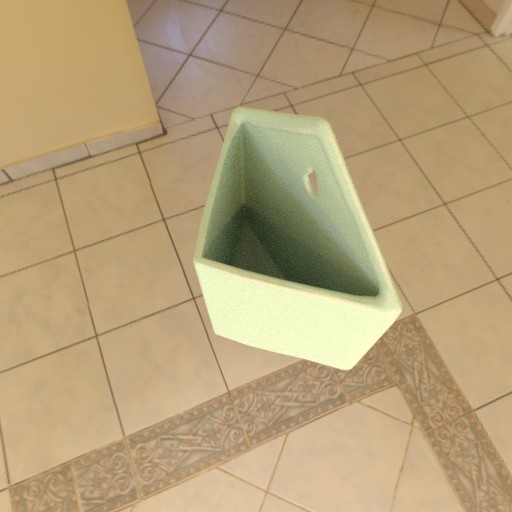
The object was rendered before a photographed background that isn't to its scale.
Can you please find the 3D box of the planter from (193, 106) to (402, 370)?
[{"bbox_3d":[0.000,0.000,0.279,0.079,0.197,0.164,-29,67,-14],"label":"planter"}]
